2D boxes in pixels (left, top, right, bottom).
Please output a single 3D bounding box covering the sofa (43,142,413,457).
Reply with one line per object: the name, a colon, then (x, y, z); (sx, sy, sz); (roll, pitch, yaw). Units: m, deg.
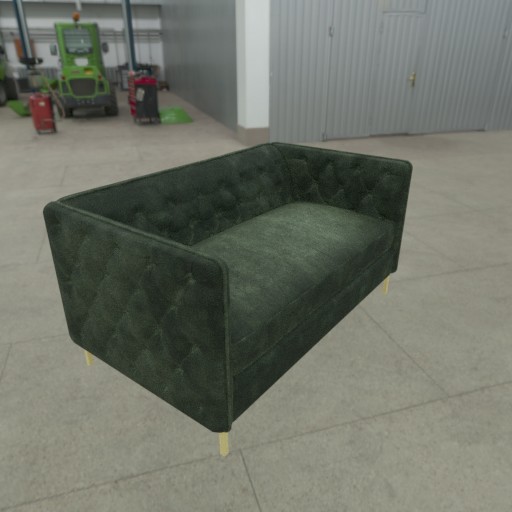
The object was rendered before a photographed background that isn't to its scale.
sofa: (0.000, 0.000, 2.105); (0.895, 0.768, 1.537); (18, 31, 33)
